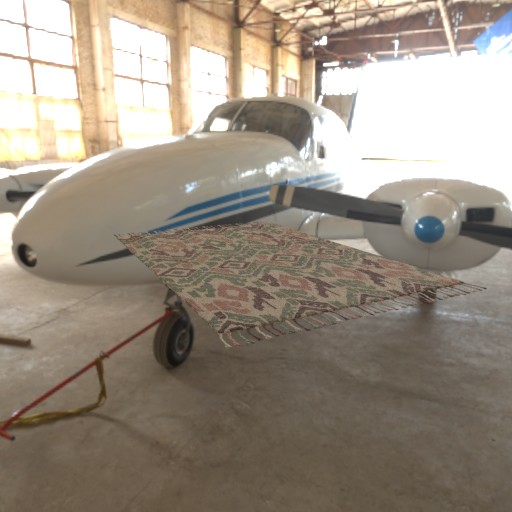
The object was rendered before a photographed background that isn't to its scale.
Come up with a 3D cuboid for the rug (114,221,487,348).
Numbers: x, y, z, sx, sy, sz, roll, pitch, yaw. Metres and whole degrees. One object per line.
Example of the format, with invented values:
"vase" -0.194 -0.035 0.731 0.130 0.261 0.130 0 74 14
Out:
"rug" 0.000 0.000 3.055 1.524 0.011 2.438 -7 16 -27
